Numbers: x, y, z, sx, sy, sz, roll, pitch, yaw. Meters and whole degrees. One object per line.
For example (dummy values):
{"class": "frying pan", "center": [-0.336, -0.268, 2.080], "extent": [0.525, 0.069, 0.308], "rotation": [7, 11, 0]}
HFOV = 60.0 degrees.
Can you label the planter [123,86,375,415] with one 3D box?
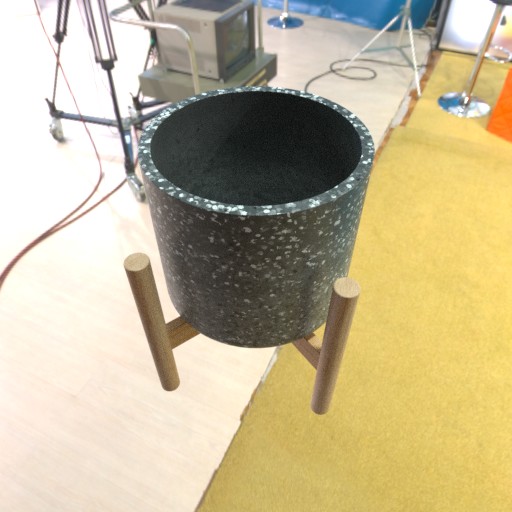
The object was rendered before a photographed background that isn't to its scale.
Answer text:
{"class": "planter", "center": [0.000, 0.000, 0.536], "extent": [0.284, 0.320, 0.284], "rotation": [-10, 47, -9]}
